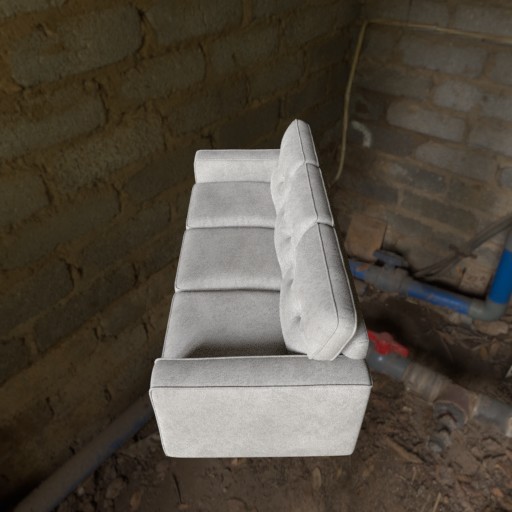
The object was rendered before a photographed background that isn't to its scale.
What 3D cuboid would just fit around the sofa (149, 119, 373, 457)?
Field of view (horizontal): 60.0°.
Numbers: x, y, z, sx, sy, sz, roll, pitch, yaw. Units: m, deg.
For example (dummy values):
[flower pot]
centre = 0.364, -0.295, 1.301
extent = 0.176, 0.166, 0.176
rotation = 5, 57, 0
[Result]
[sofa]
centre = 0.000, 0.000, 2.703
extent = 0.939, 0.965, 2.133
rotation = 0, 40, -1
